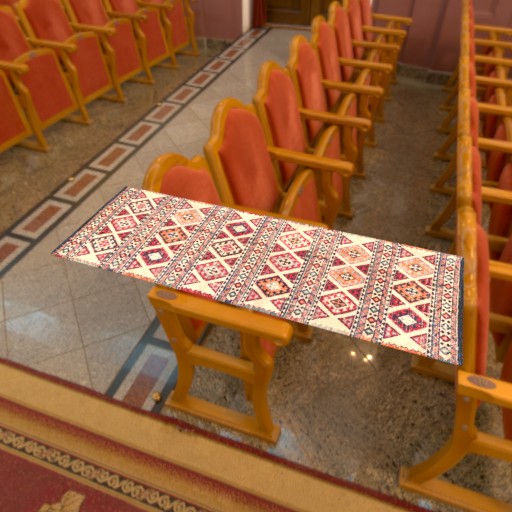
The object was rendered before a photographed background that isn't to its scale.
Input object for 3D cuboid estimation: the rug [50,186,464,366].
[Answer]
[{"bbox_3d":[0.000,0.000,2.673,2.362,0.008,0.832,13,42,15],"label":"rug"}]
